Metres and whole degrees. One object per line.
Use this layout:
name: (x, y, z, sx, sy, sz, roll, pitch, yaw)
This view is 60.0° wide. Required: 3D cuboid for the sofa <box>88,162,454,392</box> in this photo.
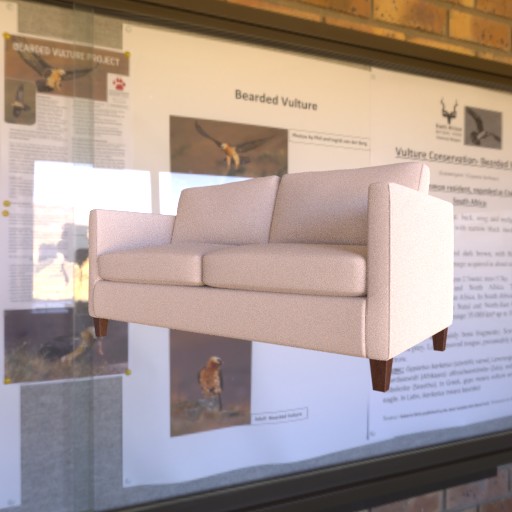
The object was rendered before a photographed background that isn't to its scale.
sofa: (0.000, 0.000, 2.266, 1.722, 0.888, 0.873, 0, 1, 36)
